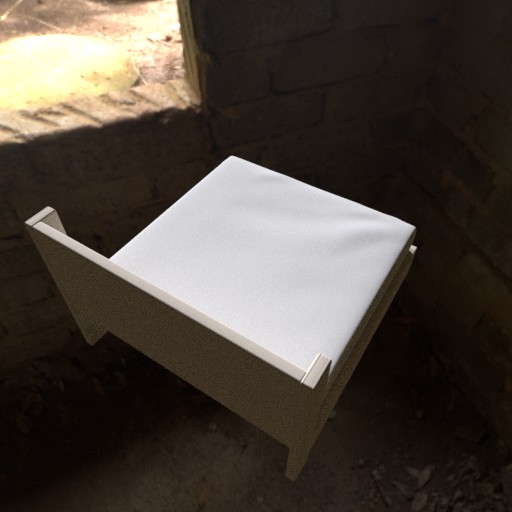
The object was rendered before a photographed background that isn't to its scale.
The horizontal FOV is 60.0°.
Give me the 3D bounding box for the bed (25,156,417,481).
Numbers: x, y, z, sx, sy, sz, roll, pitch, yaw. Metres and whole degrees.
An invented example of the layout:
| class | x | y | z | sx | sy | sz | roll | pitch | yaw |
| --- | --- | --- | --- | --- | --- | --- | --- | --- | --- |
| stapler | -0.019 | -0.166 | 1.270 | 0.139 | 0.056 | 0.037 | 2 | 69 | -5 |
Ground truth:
| class | x | y | z | sx | sy | sz | roll | pitch | yaw |
| --- | --- | --- | --- | --- | --- | --- | --- | --- | --- |
| bed | 0.000 | 0.000 | 3.678 | 2.145 | 1.471 | 2.293 | 26 | 52 | 22 |
